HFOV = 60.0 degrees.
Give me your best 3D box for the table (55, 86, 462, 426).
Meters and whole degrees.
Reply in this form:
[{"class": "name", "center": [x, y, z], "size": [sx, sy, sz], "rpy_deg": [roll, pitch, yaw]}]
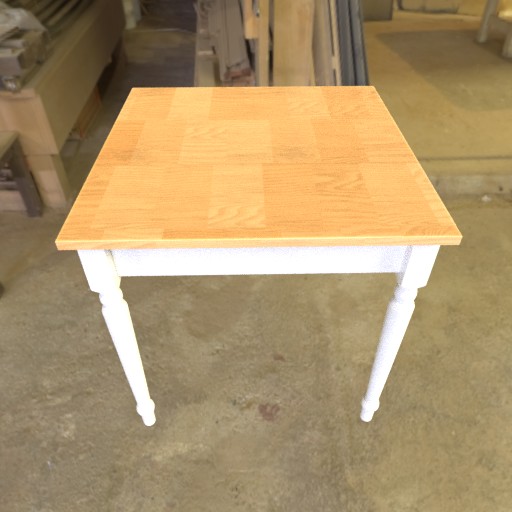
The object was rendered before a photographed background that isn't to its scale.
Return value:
[{"class": "table", "center": [0.000, 0.000, 1.334], "size": [0.747, 0.738, 0.747], "rpy_deg": [-1, 41, -1]}]
